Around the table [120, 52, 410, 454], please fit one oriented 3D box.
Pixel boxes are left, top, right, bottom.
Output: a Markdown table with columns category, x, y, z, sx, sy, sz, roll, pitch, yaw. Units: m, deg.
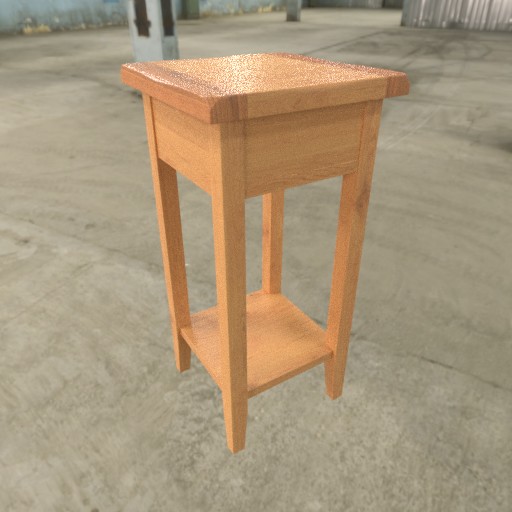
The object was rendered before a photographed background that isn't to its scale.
| category | x | y | z | sx | sy | sz | roll | pitch | yaw |
| --- | --- | --- | --- | --- | --- | --- | --- | --- | --- |
| table | 0.000 | 0.000 | 0.941 | 0.360 | 0.740 | 0.360 | -18 | 35 | -27 |
